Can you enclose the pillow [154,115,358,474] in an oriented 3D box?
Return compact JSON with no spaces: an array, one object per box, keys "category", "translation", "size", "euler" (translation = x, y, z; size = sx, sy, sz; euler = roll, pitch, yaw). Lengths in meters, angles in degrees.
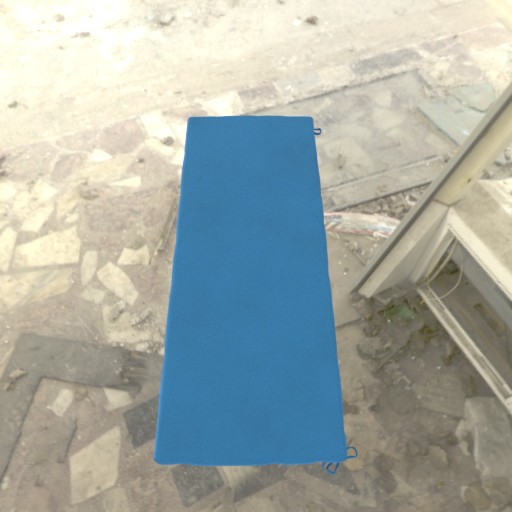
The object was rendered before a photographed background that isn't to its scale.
[{"category":"pillow","translation":[0.000,0.000,1.339],"size":[0.492,0.081,1.187],"euler":[0,60,0]}]
